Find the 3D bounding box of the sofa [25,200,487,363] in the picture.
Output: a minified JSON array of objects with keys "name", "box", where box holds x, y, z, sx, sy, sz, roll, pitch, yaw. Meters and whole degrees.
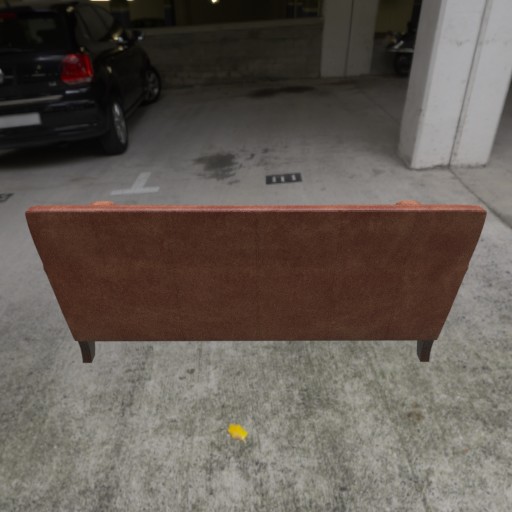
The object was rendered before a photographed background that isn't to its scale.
[{"name":"sofa","box":[0.000,0.000,2.513,2.053,0.947,0.805,0,31,0]}]
